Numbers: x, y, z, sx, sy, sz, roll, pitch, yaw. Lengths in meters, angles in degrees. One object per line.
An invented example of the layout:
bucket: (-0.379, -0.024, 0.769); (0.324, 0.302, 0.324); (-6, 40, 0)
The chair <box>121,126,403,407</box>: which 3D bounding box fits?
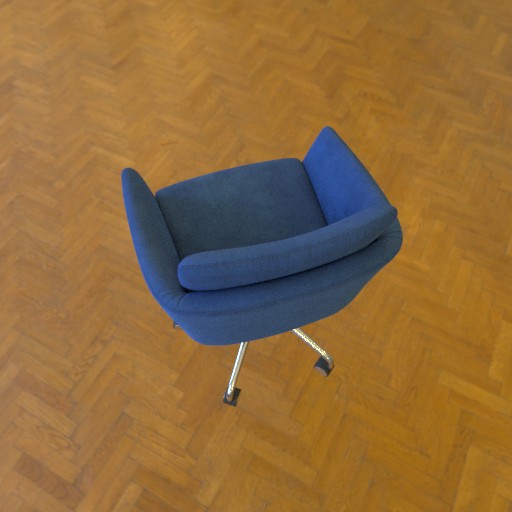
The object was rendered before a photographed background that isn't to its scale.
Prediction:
chair: (0.000, 0.000, 1.338); (0.641, 0.908, 0.635); (-15, 59, -9)
